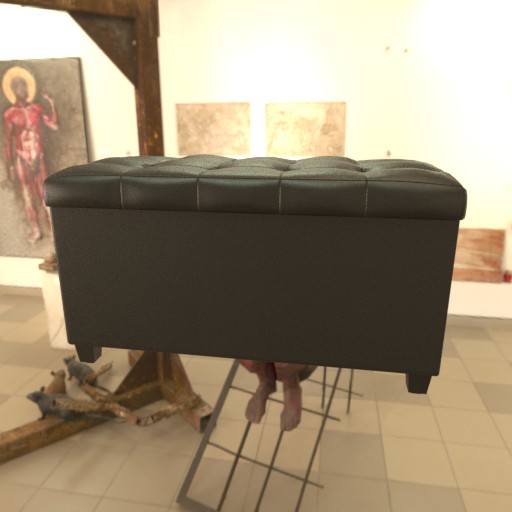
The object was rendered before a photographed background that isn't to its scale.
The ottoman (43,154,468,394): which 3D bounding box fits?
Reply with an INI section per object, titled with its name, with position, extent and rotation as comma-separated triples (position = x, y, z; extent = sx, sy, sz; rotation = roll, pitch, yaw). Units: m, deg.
[ottoman]
position = 0.000, 0.000, 1.095
extent = 0.838, 0.470, 0.432
rotation = 3, 17, 9
